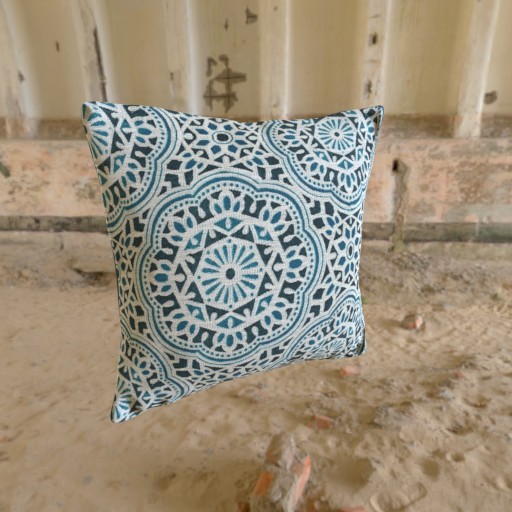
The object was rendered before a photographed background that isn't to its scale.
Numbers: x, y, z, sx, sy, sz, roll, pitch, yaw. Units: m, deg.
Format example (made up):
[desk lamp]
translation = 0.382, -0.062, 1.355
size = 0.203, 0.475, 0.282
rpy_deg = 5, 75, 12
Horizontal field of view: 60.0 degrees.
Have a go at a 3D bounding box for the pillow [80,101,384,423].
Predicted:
[pillow]
translation = 0.000, 0.000, 0.639
size = 0.440, 0.420, 0.145
rpy_deg = -8, 18, -26
